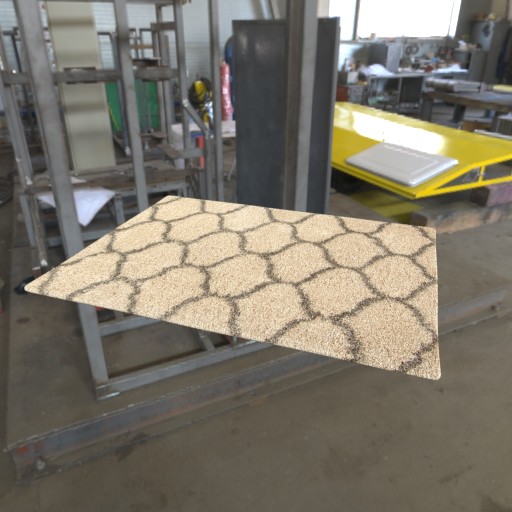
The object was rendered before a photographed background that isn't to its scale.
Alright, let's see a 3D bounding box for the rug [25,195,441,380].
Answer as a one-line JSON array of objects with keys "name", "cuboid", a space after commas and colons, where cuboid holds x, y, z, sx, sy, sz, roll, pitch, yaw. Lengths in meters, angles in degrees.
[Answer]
[{"name": "rug", "cuboid": [0.000, 0.000, 2.081, 1.600, 0.025, 1.200, 9, 28, 17]}]
